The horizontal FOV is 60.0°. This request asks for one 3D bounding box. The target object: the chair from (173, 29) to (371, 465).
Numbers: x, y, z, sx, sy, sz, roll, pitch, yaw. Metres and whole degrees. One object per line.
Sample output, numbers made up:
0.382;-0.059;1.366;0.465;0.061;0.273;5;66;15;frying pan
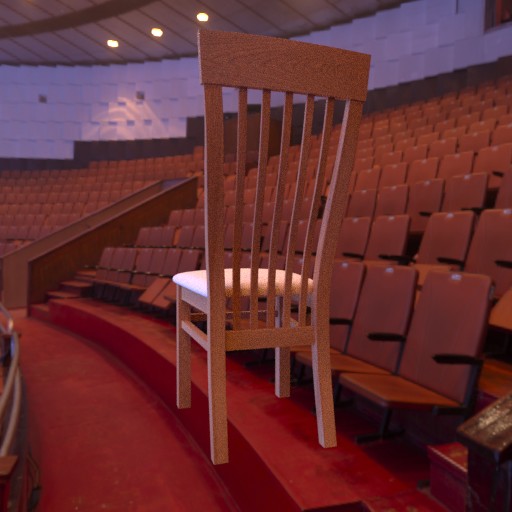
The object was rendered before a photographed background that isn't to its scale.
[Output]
0.000;0.000;1.350;0.450;1.050;0.580;0;1;-18;chair
